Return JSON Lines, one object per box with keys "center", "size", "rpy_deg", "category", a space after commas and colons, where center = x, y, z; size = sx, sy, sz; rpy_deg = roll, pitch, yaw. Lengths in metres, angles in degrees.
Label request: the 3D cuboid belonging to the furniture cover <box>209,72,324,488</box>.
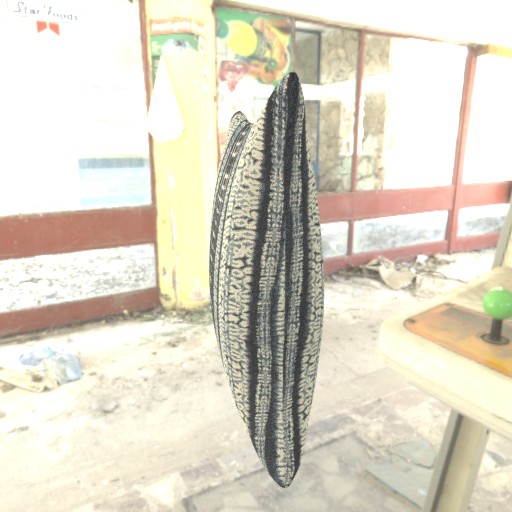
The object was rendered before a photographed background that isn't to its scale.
{"center": [0.000, 0.000, 0.642], "size": [0.133, 0.435, 0.425], "rpy_deg": [-2, 14, -9], "category": "furniture cover"}
